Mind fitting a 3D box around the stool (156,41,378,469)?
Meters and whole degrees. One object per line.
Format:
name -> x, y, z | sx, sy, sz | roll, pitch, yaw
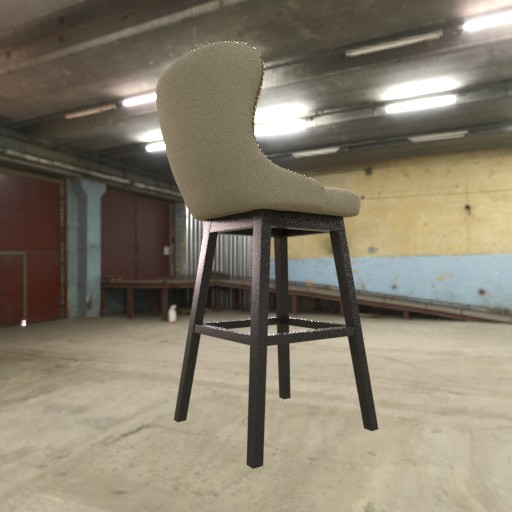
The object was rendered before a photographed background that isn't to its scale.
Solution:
stool -> 0.000, 0.000, 1.386 | 0.605, 1.066, 0.528 | 2, -3, -36
